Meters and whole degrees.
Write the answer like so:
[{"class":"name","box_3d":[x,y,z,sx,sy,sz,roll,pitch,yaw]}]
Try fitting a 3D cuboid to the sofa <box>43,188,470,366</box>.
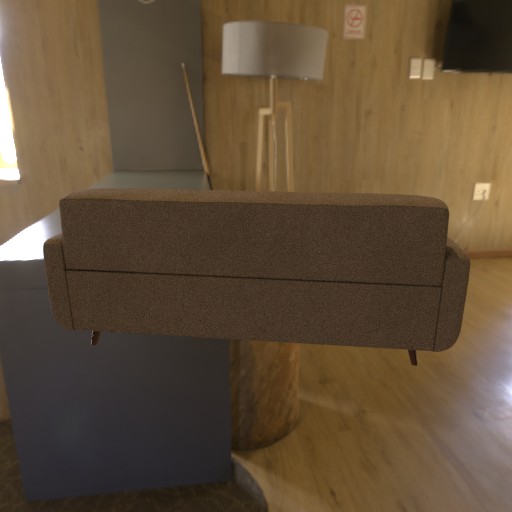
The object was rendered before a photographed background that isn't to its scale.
[{"class":"sofa","box_3d":[0.000,0.000,2.537,2.029,0.841,0.909,2,18,7]}]
